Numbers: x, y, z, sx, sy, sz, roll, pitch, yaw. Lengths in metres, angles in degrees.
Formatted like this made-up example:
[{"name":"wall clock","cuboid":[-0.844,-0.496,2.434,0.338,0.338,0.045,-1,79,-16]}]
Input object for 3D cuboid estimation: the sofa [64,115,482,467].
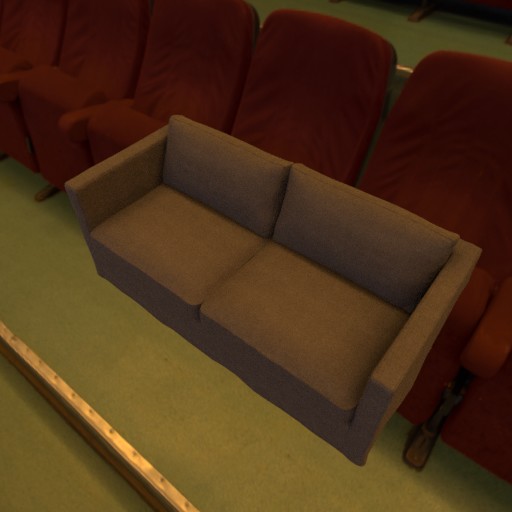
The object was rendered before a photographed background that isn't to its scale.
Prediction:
[{"name":"sofa","cuboid":[0.000,0.000,2.418,1.982,0.855,0.953,30,53,25]}]
